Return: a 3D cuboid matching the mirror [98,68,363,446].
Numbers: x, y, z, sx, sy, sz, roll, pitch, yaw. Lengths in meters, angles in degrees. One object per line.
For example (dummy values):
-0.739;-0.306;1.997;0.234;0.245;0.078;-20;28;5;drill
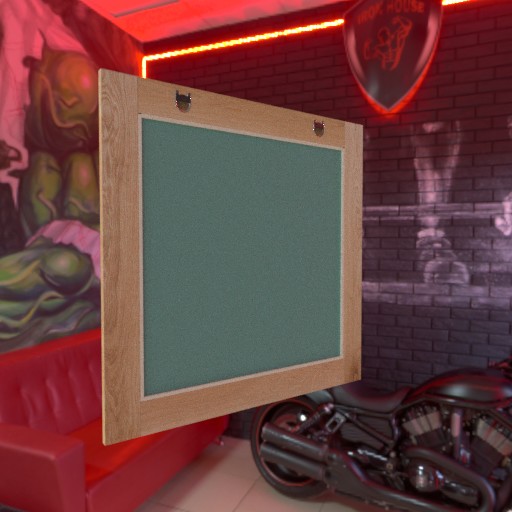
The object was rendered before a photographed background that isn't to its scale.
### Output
0.000;0.000;1.173;0.800;0.800;0.020;-1;2;-35;mirror
